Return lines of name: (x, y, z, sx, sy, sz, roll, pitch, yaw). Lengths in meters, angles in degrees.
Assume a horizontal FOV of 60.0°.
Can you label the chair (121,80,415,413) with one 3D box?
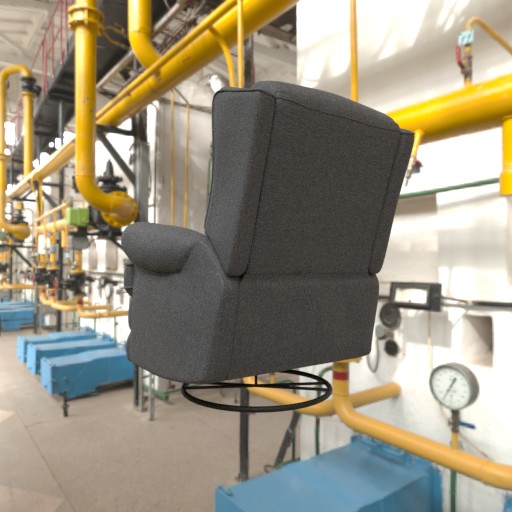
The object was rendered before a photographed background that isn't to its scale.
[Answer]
chair: (0.000, 0.000, 1.706, 0.847, 1.011, 0.969, 1, -2, -35)
